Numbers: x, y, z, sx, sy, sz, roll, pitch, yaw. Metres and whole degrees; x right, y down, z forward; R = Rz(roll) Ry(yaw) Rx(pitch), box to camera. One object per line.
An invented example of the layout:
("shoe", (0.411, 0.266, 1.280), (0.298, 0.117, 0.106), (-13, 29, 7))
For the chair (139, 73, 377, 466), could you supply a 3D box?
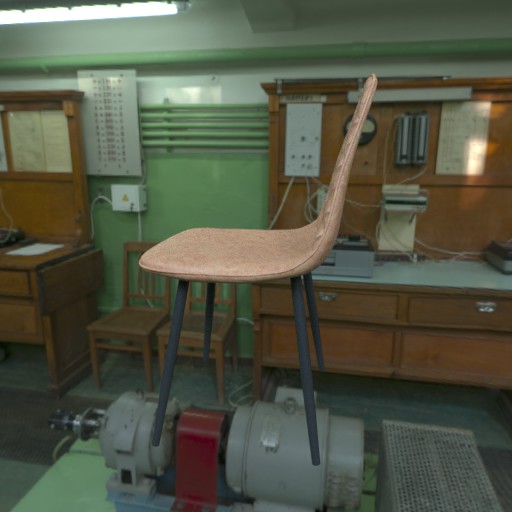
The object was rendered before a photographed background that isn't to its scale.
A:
("chair", (0.000, 0.000, 1.186), (0.561, 0.889, 0.472), (2, 15, 9))
